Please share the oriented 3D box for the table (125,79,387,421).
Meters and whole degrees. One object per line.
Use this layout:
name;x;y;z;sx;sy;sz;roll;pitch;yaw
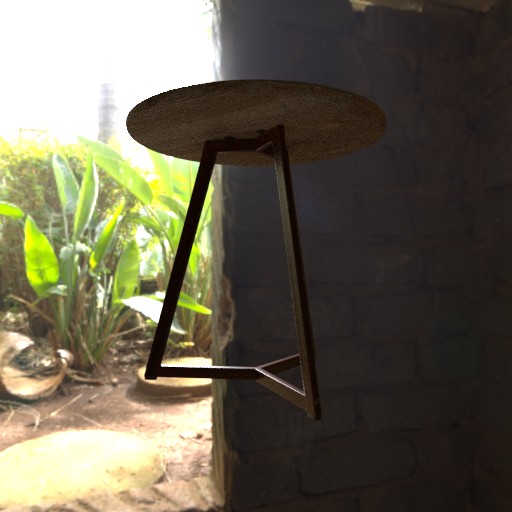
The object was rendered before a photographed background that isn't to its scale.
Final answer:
table;0.000;0.000;0.881;0.500;0.500;0.500;0;-1;0
